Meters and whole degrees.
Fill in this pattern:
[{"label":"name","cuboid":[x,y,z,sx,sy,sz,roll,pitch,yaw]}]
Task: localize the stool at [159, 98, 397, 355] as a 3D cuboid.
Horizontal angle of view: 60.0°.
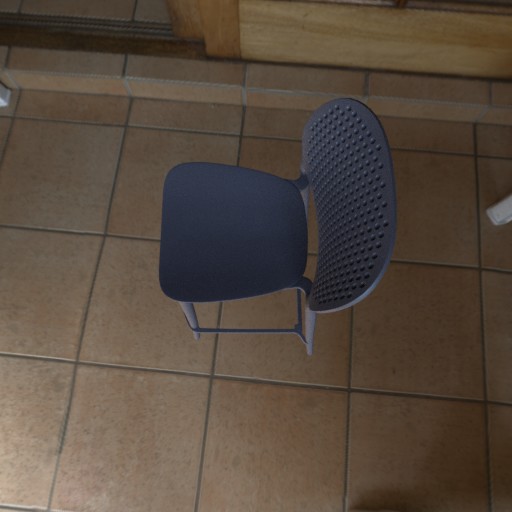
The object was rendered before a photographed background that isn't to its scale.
[{"label":"stool","cuboid":[0.000,0.000,1.348,0.535,1.045,0.536,0,74,0]}]
